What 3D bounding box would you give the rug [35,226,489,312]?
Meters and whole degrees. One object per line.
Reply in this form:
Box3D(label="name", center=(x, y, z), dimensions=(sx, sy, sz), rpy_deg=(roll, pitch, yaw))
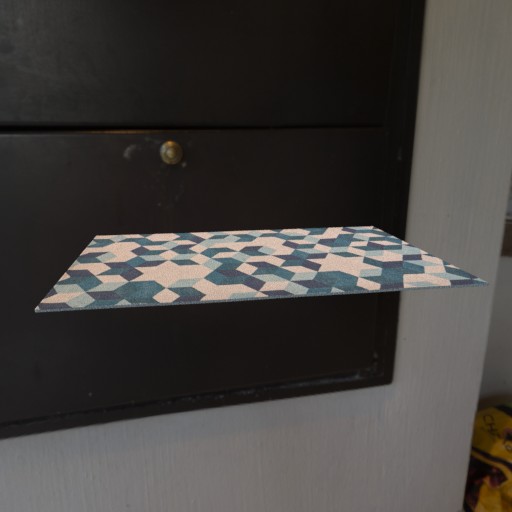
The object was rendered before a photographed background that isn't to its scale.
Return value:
Box3D(label="rug", center=(0.000, 0.000, 2.336), dimensions=(1.829, 0.014, 1.235), rpy_deg=(-2, 16, -9))
